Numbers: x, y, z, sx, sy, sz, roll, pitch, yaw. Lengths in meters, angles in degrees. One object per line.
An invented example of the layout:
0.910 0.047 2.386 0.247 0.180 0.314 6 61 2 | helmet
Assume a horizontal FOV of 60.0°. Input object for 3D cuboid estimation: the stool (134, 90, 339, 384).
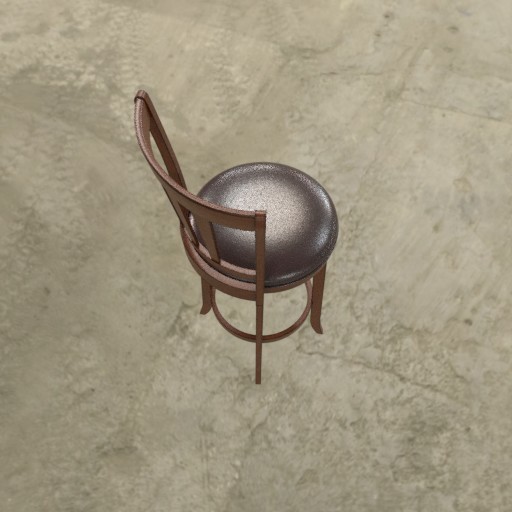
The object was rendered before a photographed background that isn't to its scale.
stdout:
0.000 0.000 1.458 0.503 1.177 0.464 -34 64 -19 | stool
